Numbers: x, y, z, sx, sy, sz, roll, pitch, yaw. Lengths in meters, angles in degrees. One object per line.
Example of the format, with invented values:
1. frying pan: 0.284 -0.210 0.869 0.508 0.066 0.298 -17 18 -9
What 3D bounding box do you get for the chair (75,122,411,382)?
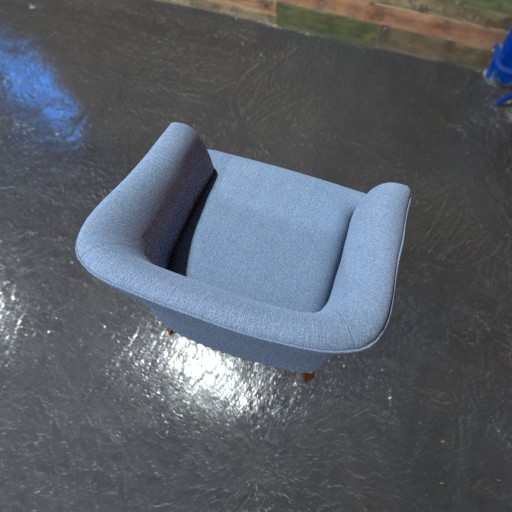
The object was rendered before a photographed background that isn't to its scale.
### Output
1. chair: 0.000 0.000 1.377 0.772 0.815 0.704 18 65 8
